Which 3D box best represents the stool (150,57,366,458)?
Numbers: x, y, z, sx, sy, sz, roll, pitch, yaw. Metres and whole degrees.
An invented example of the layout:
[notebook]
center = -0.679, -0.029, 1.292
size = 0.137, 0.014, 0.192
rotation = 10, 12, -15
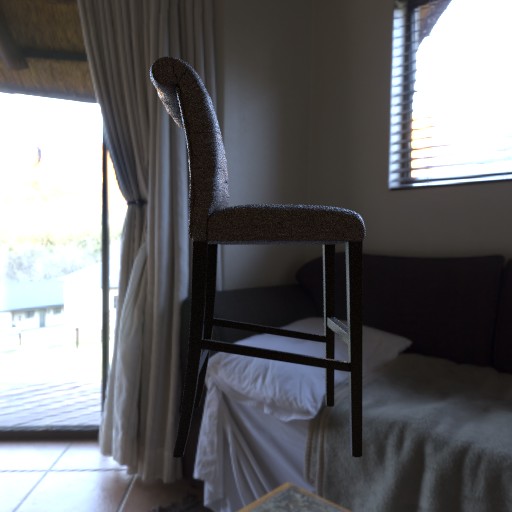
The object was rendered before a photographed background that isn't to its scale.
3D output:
[stool]
center = 0.000, 0.000, 1.452
size = 0.613, 1.131, 0.452
rotation = 0, 0, -1
